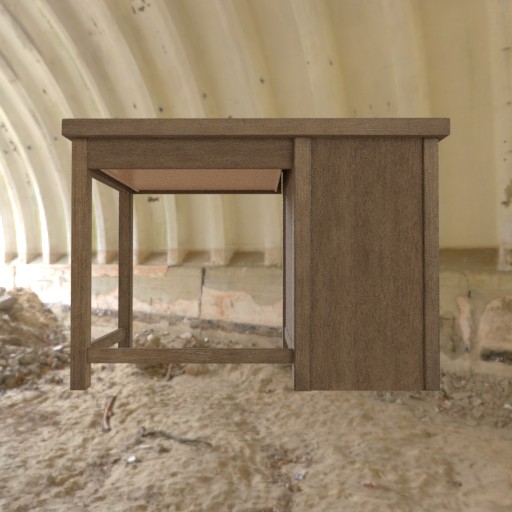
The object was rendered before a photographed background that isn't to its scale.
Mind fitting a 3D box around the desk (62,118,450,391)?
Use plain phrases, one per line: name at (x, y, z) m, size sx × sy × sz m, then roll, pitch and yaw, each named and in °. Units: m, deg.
desk at (0.000, 0.000, 1.767) m, size 1.289 × 0.912 × 0.610 m, roll 0°, pitch -1°, yaw 0°
